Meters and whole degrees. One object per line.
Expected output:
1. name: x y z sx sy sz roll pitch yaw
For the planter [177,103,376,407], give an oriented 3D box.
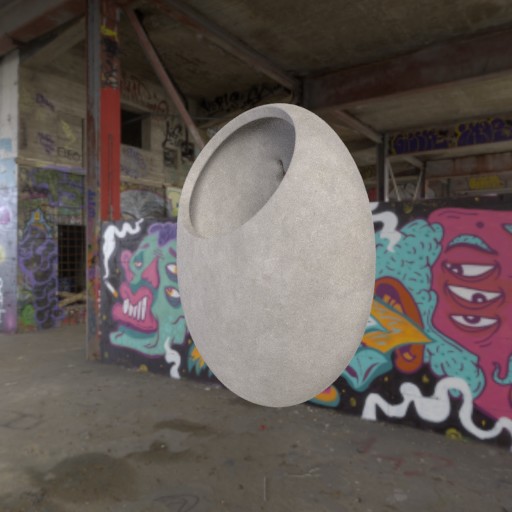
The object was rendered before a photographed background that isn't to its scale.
1. planter: 0.000 0.000 0.286 0.071 0.188 0.185 0 0 -36
